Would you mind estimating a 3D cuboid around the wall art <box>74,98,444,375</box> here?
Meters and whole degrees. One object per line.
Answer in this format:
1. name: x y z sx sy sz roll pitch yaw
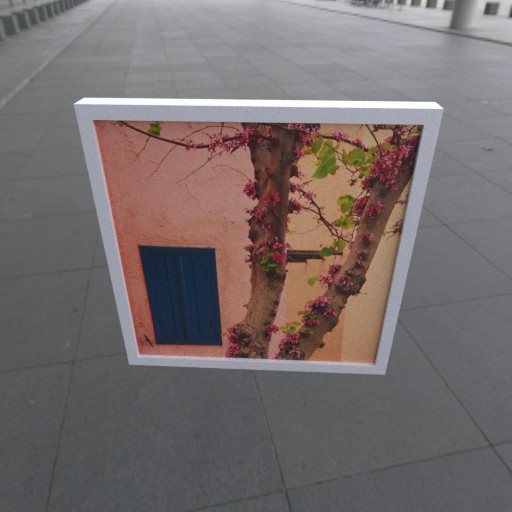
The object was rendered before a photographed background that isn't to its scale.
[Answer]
1. wall art: 0.000 0.000 0.758 0.507 0.508 0.038 2 32 3
